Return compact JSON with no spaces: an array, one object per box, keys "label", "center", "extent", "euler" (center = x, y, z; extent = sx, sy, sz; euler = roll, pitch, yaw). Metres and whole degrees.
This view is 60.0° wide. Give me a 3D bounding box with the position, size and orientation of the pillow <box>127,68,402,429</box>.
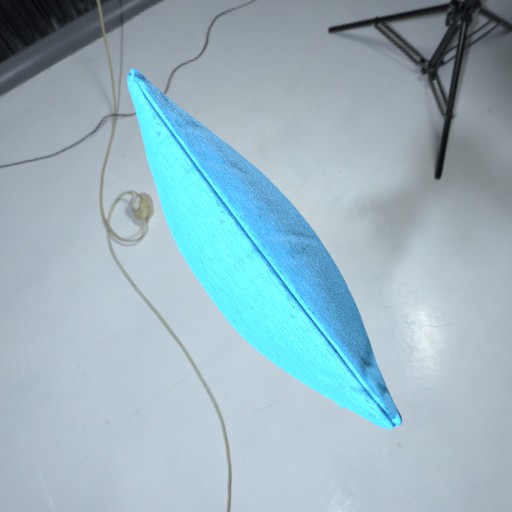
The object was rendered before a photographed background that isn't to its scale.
[{"label":"pillow","center":[0.000,0.000,0.771],"extent":[0.210,0.338,0.633],"euler":[-35,79,-8]}]
